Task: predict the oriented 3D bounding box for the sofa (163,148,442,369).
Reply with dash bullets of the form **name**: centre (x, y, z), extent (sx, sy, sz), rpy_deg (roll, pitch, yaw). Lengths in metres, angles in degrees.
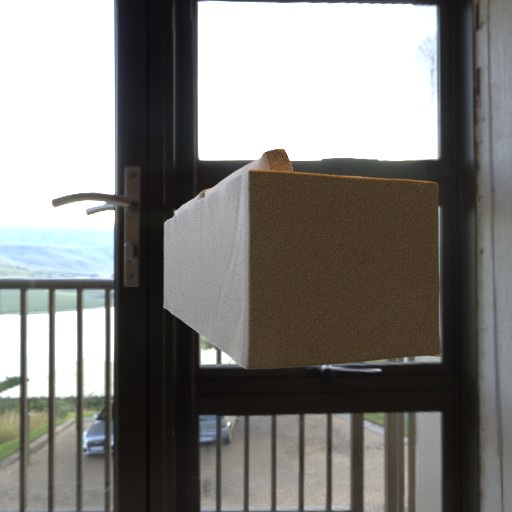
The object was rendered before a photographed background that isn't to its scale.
- **sofa**: centre (0.000, 0.000, 3.305), extent (1.036, 0.999, 2.779), rpy_deg (0, -1, -19)
